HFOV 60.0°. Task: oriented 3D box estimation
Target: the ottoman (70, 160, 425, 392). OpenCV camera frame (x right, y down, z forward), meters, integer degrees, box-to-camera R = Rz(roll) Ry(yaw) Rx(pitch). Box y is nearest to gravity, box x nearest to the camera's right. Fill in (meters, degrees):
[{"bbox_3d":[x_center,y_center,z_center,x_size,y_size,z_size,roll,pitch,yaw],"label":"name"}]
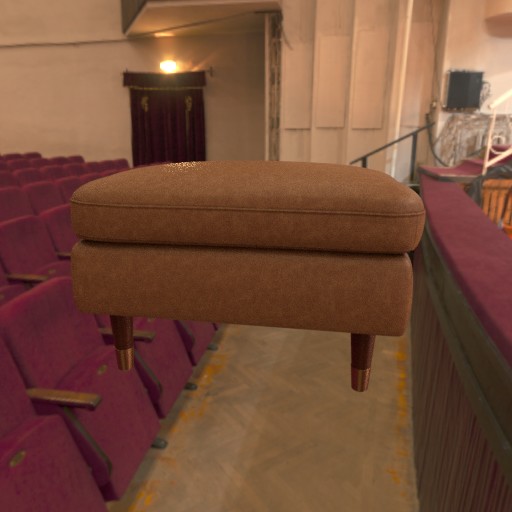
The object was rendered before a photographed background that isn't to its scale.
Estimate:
[{"bbox_3d":[0.000,0.000,1.152,0.747,0.478,0.593,3,15,9],"label":"ottoman"}]
